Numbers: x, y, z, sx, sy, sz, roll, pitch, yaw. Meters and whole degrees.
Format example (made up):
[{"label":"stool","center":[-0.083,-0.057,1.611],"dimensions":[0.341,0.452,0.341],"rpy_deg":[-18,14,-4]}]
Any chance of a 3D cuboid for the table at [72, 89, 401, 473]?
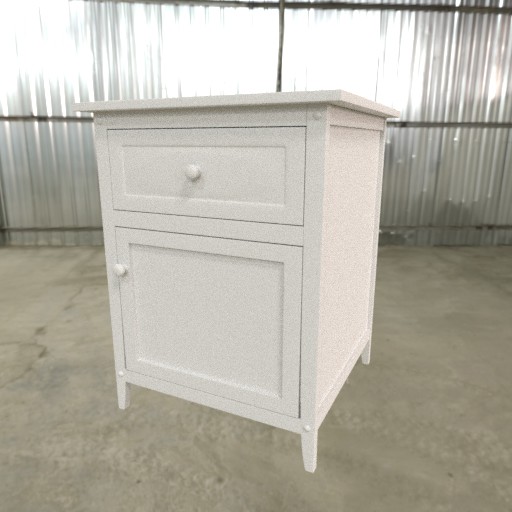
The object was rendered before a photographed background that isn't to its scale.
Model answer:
[{"label":"table","center":[0.000,0.000,0.756],"dimensions":[0.381,0.483,0.381],"rpy_deg":[7,16,25]}]
